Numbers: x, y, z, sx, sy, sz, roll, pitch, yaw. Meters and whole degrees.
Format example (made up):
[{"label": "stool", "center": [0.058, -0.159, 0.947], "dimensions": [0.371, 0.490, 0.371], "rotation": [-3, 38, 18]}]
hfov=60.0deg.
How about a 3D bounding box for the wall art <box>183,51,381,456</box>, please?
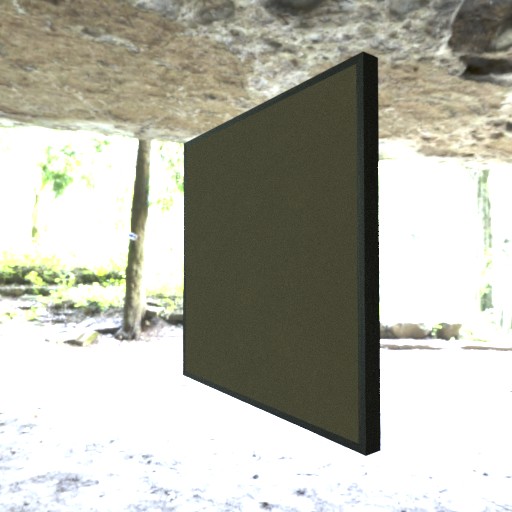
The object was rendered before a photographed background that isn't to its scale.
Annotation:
[{"label": "wall art", "center": [0.000, 0.000, 1.153], "dimensions": [0.043, 0.758, 0.762], "rotation": [1, -2, -35]}]
